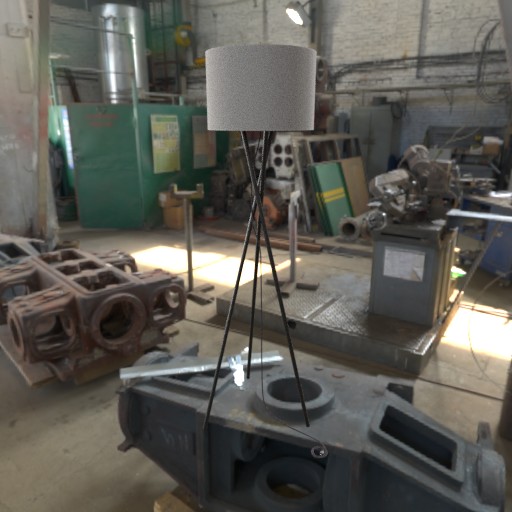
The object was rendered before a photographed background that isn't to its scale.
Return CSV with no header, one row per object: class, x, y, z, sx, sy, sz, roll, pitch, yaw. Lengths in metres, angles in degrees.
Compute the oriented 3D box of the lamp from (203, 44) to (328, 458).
lamp,0.000,0.000,1.920,0.522,1.624,0.667,-3,17,-9
